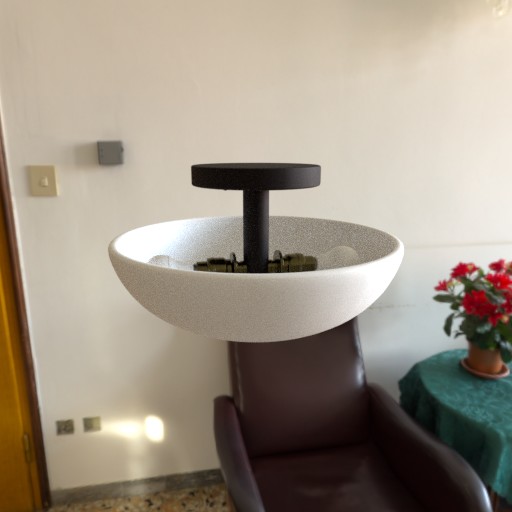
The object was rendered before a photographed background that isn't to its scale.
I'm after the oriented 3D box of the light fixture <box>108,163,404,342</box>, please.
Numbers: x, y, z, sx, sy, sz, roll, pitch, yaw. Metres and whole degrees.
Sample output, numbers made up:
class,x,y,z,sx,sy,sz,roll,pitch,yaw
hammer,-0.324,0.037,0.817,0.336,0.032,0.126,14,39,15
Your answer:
class,x,y,z,sx,sy,sz,roll,pitch,yaw
light fixture,0.000,0.000,0.526,0.331,0.212,0.331,0,14,0
